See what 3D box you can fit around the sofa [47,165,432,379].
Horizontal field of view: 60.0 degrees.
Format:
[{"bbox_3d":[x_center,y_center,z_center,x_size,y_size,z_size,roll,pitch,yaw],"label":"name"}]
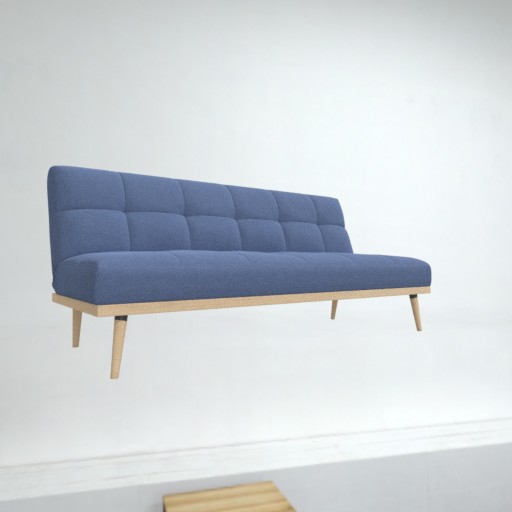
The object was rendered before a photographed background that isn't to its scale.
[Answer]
[{"bbox_3d":[0.000,0.000,2.195,1.800,0.800,0.796,0,-1,-36],"label":"sofa"}]
